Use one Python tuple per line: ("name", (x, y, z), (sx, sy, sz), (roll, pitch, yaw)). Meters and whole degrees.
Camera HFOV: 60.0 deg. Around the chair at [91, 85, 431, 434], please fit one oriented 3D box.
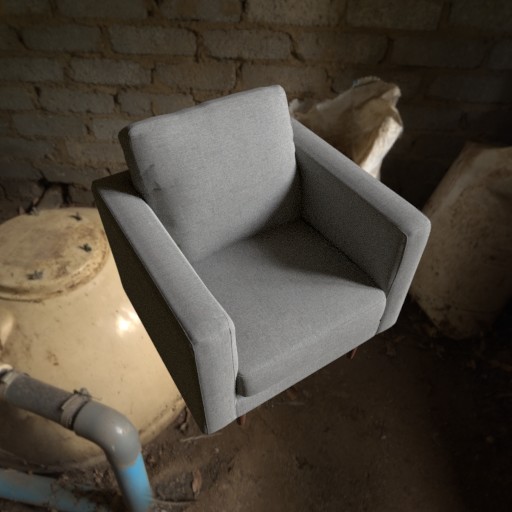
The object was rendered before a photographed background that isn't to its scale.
("chair", (0.000, 0.000, 1.591), (0.855, 0.927, 0.800), (-24, 50, -22))
